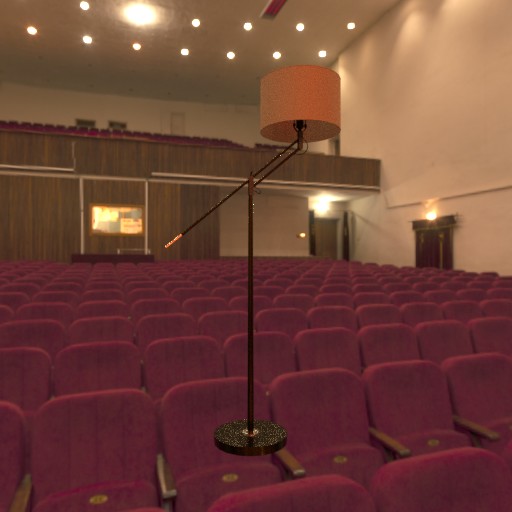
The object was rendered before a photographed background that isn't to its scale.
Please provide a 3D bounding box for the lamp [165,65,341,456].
[{"bbox_3d":[0.000,0.000,1.988,0.809,1.635,0.373,0,-1,-19],"label":"lamp"}]
